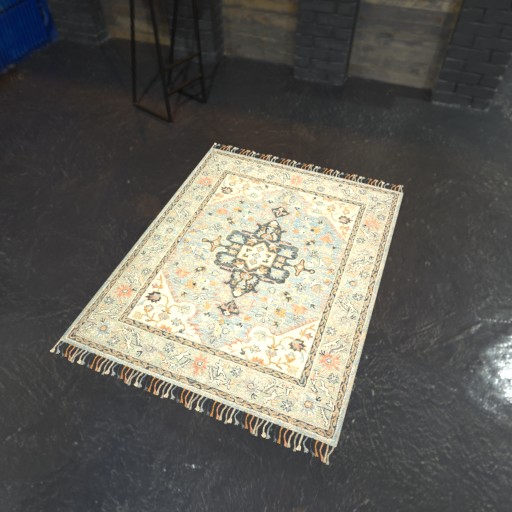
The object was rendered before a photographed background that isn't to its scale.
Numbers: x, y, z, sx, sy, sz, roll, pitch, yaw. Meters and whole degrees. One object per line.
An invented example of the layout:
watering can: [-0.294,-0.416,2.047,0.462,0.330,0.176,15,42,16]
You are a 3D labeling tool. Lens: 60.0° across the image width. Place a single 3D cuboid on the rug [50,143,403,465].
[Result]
rug: [0.000,0.000,2.325,1.278,0.009,1.730,16,50,14]
